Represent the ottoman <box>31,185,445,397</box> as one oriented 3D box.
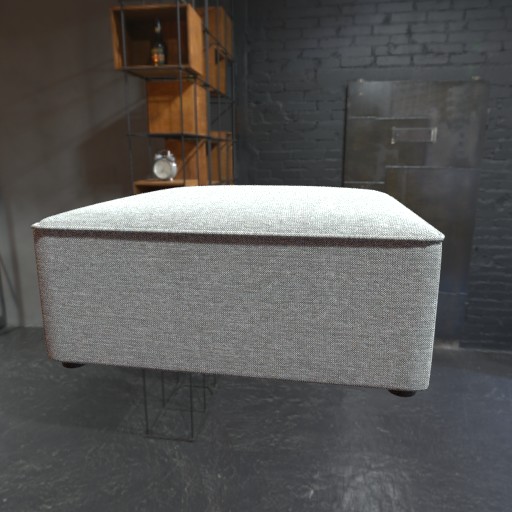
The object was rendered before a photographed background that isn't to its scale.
[{"bbox_3d":[0.000,0.000,1.541,1.005,0.455,1.005,2,13,9],"label":"ottoman"}]
